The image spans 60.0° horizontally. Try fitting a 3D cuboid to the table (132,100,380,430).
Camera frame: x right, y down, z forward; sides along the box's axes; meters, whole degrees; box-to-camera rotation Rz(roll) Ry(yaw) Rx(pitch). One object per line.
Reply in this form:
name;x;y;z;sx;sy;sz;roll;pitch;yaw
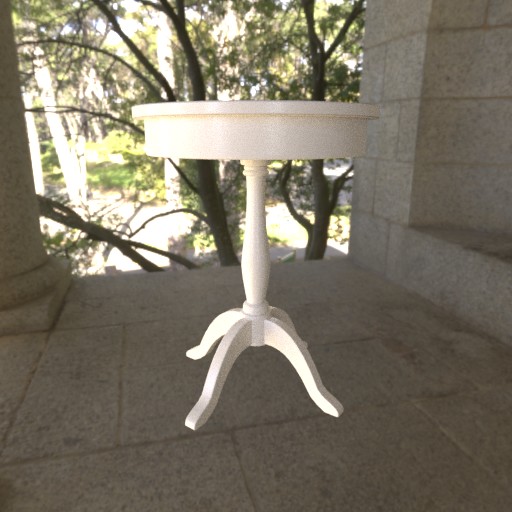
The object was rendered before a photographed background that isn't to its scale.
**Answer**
table;0.000;0.000;1.032;0.513;0.653;0.513;0;15;0
